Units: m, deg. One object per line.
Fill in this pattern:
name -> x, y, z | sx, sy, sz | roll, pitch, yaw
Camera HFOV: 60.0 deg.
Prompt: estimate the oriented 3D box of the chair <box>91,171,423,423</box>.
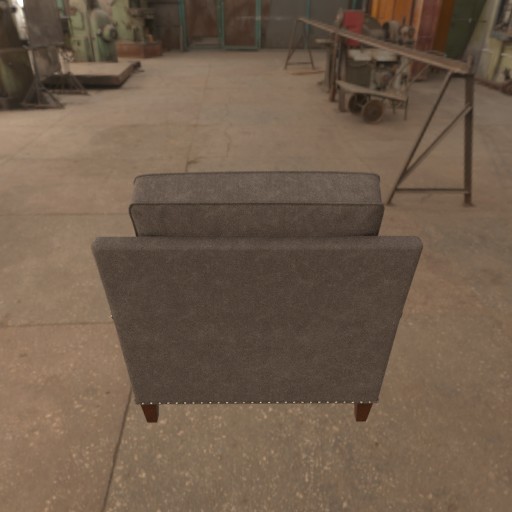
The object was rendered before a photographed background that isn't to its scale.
chair -> 0.000, 0.000, 1.712 | 0.853, 0.948, 1.014 | 0, 31, 0
